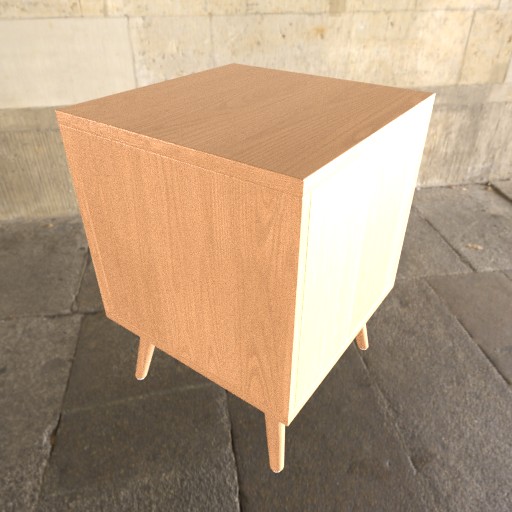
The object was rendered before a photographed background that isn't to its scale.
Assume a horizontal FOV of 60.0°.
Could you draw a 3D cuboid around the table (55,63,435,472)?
[{"bbox_3d":[0.000,0.000,0.805,0.400,0.550,0.400,22,40,29],"label":"table"}]
